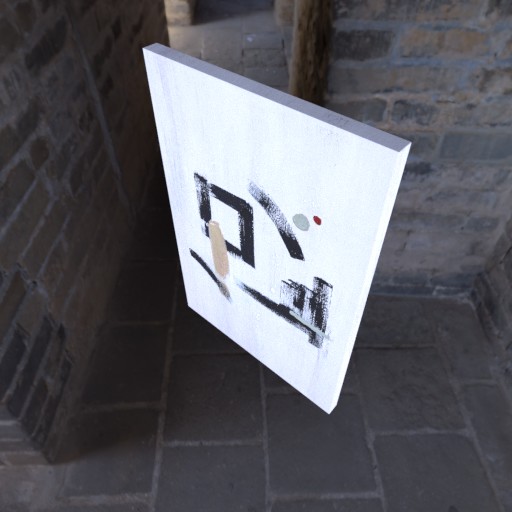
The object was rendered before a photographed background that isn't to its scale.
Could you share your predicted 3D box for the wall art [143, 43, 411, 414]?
[{"bbox_3d":[0.000,0.000,1.164,0.624,0.914,0.043,32,54,27],"label":"wall art"}]
